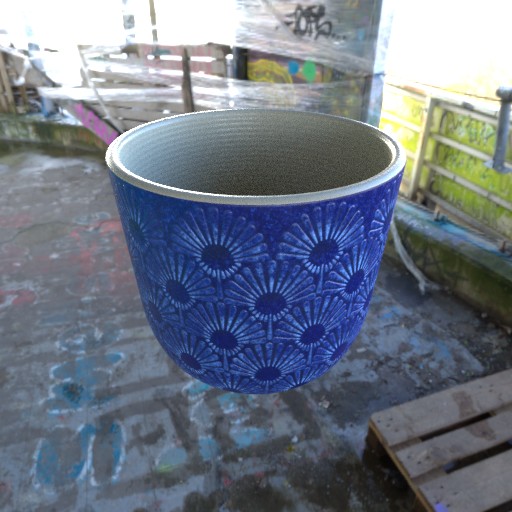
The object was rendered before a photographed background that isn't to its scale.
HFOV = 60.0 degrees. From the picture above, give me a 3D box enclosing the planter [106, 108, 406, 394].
[{"bbox_3d":[0.000,0.000,0.364,0.206,0.190,0.206,0,31,0],"label":"planter"}]
